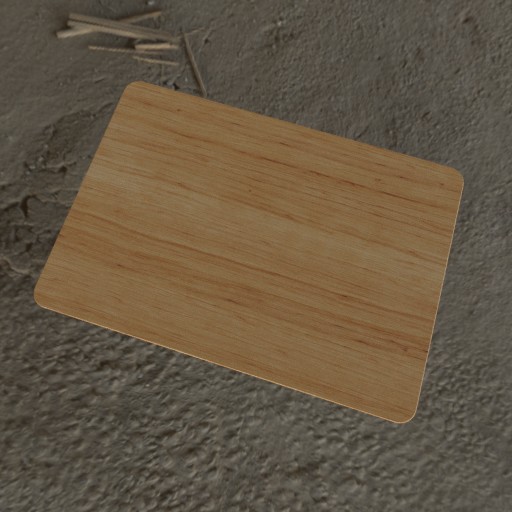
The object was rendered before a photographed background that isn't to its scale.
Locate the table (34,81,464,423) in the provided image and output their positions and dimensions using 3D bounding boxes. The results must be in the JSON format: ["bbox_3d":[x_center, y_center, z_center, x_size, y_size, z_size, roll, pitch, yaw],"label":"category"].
[{"bbox_3d":[0.000,0.000,1.389,0.997,0.445,0.696,17,76,4],"label":"table"}]
